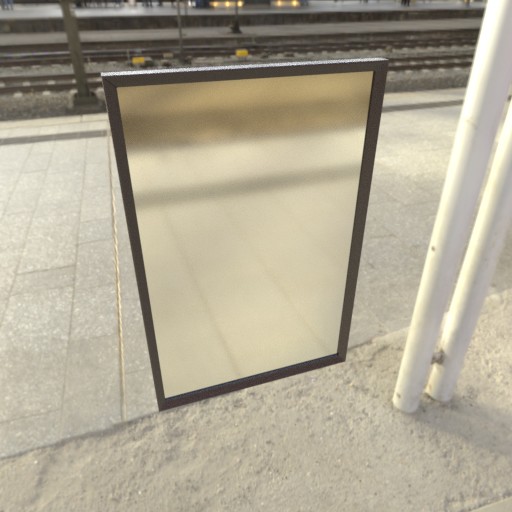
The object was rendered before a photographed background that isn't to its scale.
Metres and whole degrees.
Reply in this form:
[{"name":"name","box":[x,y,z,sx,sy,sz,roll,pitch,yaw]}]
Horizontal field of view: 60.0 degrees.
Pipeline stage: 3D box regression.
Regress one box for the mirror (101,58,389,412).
[{"name":"mirror","box":[0.000,0.000,1.147,0.609,0.915,0.041,-10,33,-16]}]
